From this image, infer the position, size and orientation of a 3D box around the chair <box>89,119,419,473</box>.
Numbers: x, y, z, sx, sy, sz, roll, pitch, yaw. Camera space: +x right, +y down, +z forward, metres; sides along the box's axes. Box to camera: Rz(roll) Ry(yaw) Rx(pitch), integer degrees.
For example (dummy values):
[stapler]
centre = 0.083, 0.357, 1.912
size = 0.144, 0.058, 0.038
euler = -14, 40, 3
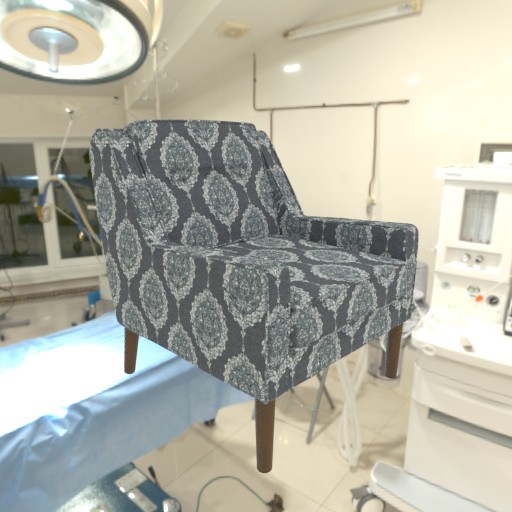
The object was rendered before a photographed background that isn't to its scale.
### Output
[chair]
centre = 0.000, 0.000, 1.328
size = 0.663, 0.792, 0.743
euler = -15, 21, -43
